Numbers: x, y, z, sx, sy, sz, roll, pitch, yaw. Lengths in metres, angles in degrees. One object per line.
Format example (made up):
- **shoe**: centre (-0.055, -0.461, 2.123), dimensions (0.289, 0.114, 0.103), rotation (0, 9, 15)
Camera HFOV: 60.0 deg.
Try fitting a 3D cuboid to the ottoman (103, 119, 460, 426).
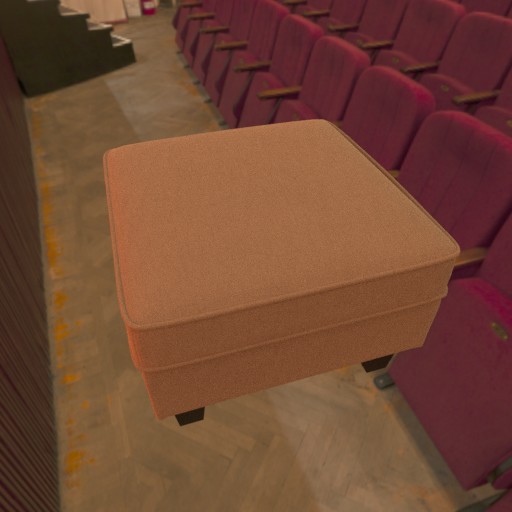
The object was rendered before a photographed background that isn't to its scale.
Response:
- **ottoman**: centre (0.000, 0.000, 1.048), dimensions (0.613, 0.438, 0.616), rotation (-12, 42, -13)
